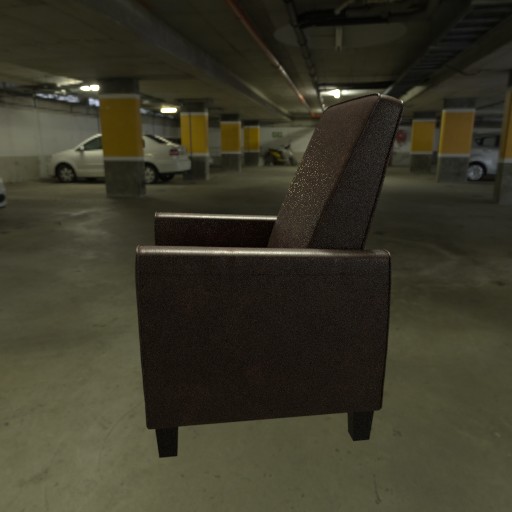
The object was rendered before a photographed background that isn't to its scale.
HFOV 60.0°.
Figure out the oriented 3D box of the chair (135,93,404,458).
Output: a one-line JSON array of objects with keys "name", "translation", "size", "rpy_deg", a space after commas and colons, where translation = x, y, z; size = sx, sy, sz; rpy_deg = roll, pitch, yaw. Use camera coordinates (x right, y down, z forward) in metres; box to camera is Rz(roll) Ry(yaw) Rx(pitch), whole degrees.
[{"name": "chair", "translation": [0.000, 0.000, 1.498], "size": [0.746, 1.013, 0.705], "rpy_deg": [-2, 14, -8]}]
